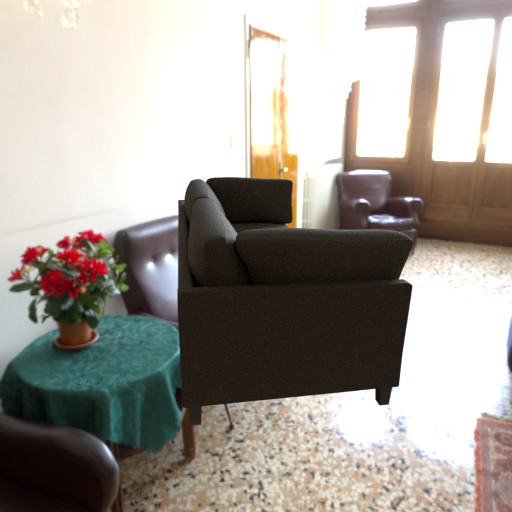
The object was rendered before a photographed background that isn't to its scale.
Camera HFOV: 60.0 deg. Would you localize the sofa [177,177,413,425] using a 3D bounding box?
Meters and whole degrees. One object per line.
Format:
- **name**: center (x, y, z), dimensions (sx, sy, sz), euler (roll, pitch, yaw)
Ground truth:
- **sofa**: center (0.000, 0.000, 2.827), dimensions (0.969, 0.792, 2.312), euler (-3, 16, -9)
